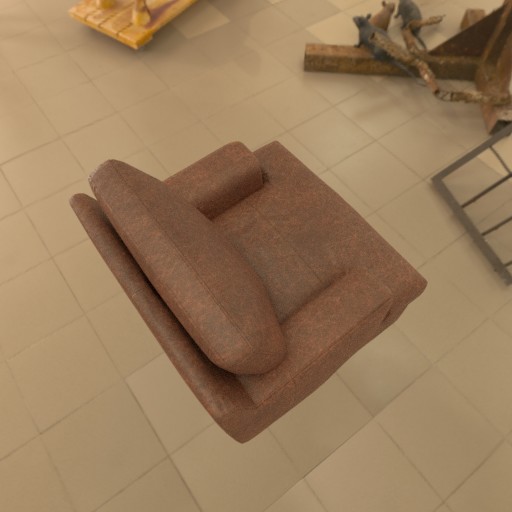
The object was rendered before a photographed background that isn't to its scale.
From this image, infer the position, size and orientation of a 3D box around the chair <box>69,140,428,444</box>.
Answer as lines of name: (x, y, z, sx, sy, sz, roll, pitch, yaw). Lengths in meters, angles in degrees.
chair: (0.000, 0.000, 2.016, 1.143, 0.939, 1.168, -33, 64, -18)
